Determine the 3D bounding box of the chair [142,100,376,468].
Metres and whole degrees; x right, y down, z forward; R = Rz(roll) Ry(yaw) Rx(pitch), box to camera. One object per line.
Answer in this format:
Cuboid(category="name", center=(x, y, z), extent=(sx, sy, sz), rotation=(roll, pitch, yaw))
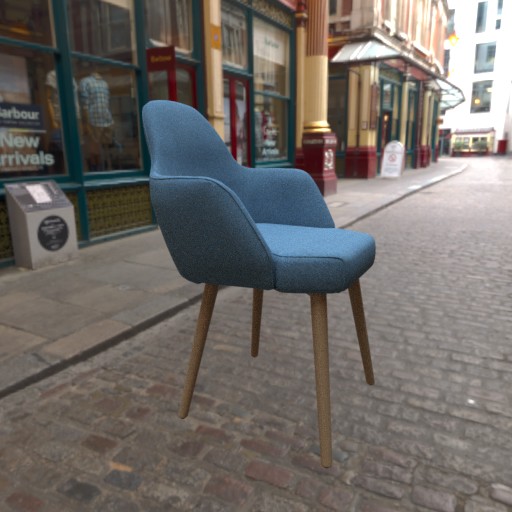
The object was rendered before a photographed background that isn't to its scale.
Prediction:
Cuboid(category="chair", center=(0.000, 0.000, 1.343), extent=(0.666, 0.920, 0.589), rotation=(7, 15, 27))
